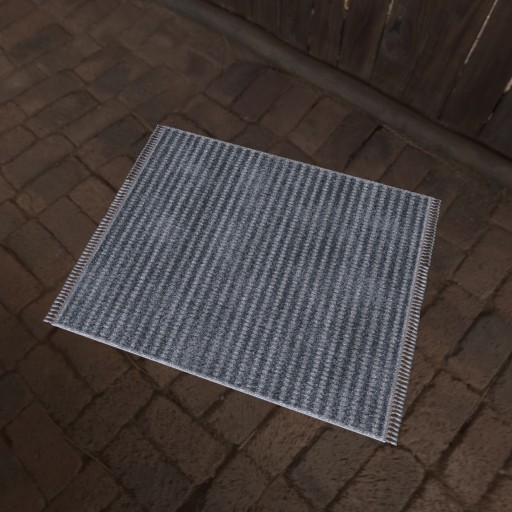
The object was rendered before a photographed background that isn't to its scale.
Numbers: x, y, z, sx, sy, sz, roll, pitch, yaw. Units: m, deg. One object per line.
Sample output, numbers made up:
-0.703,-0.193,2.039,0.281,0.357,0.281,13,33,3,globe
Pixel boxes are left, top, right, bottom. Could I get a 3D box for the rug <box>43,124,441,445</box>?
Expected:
0.000,0.000,3.886,2.910,0.013,2.256,17,64,8,rug
